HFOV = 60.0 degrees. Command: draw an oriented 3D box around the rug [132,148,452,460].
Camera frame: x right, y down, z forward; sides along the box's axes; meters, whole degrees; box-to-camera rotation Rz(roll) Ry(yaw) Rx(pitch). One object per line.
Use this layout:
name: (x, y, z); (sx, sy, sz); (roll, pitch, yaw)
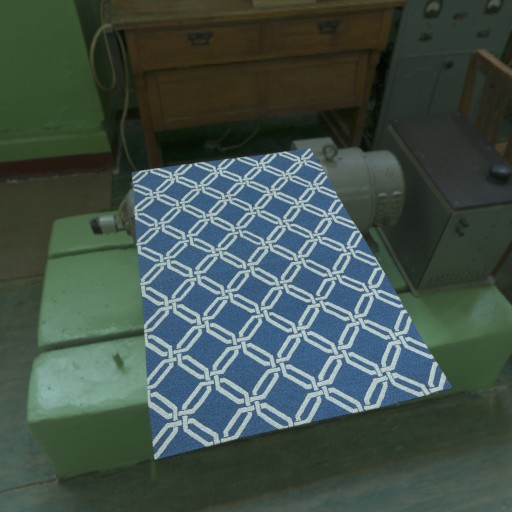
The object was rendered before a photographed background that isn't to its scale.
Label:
rug: (0.000, 0.000, 2.207); (1.153, 0.010, 1.755); (-10, 47, -9)
